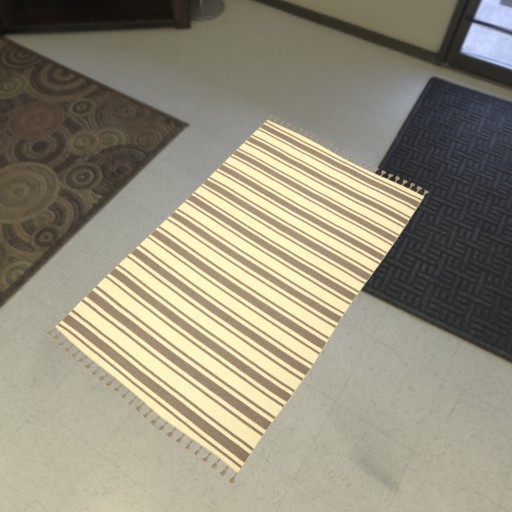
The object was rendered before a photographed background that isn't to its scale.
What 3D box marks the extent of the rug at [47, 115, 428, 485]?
[{"bbox_3d":[0.000,0.000,2.582,1.229,0.011,2.096,32,63,18],"label":"rug"}]
